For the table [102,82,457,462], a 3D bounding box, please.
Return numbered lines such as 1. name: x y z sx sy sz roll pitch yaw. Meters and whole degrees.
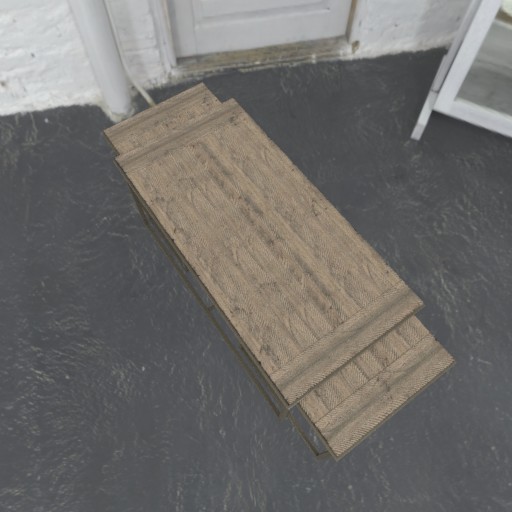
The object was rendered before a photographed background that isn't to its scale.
1. table: 0.000 0.000 1.553 0.489 0.427 1.312 -32 68 -15
